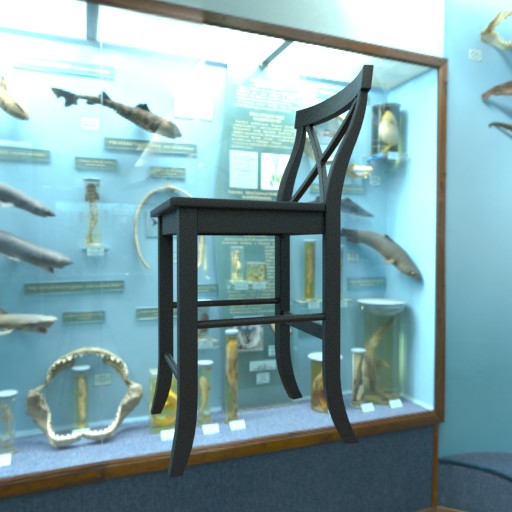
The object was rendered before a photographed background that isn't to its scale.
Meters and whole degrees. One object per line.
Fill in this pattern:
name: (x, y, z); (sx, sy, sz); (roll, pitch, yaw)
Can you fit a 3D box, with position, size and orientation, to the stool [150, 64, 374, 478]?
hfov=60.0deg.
stool: (0.000, 0.000, 1.277); (0.559, 0.989, 0.452); (-1, 2, -19)
